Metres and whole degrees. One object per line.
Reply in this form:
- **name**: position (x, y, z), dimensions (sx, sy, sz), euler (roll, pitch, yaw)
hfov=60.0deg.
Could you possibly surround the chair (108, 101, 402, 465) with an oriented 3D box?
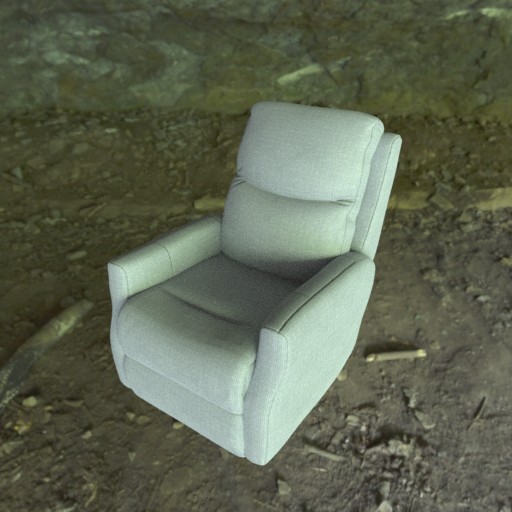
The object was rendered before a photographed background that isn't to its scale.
- **chair**: position (0.000, 0.000, 1.764), dimensions (0.829, 1.030, 1.080), euler (18, 34, 29)
